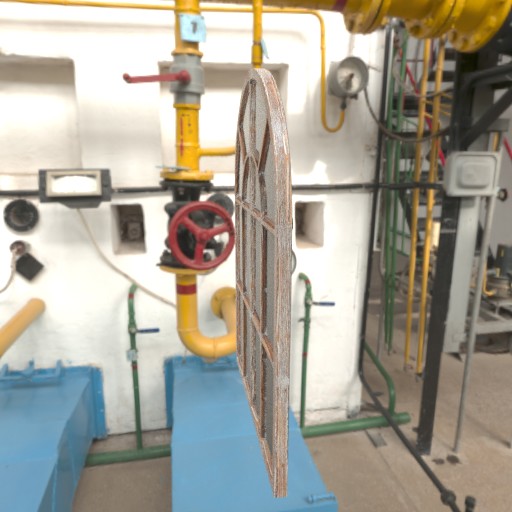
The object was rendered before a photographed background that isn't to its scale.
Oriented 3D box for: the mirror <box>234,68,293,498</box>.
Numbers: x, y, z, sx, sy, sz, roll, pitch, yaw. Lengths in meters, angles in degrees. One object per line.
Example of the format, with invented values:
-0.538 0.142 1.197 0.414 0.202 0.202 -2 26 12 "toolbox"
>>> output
0.000 0.000 1.171 0.032 0.920 0.660 -2 13 -9 "mirror"
